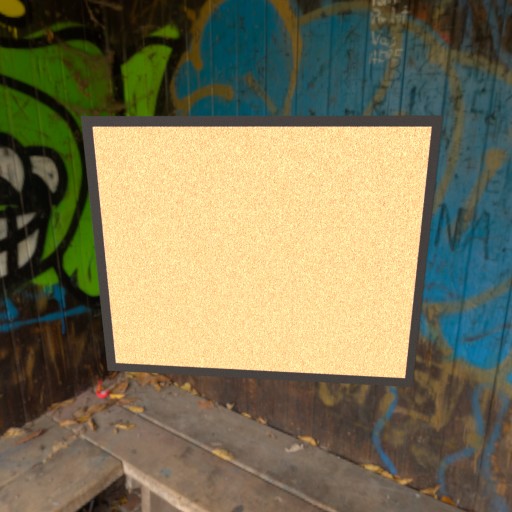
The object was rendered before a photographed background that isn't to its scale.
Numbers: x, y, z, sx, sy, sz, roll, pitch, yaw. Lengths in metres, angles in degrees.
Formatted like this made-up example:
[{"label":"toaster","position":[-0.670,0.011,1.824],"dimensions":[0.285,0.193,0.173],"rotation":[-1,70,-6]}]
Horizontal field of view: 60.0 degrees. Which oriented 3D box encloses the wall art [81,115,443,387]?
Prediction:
[{"label":"wall art","position":[0.000,0.000,0.754],"dimensions":[0.554,0.454,0.030],"rotation":[2,16,5]}]
